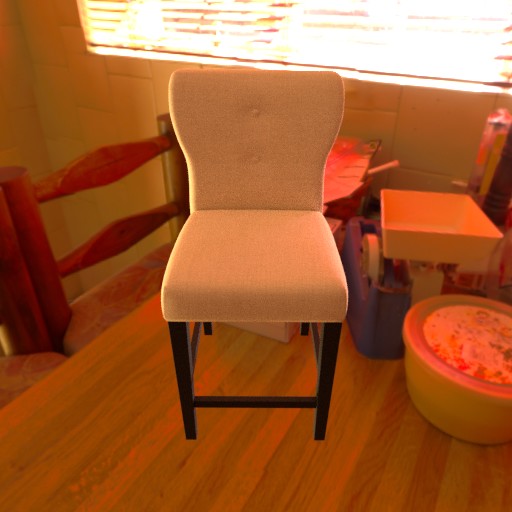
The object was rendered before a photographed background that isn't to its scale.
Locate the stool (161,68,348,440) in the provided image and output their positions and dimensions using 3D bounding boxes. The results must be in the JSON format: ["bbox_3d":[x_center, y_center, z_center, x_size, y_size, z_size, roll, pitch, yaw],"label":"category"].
[{"bbox_3d":[0.000,0.000,1.331,0.514,0.972,0.603,0,31,0],"label":"stool"}]
